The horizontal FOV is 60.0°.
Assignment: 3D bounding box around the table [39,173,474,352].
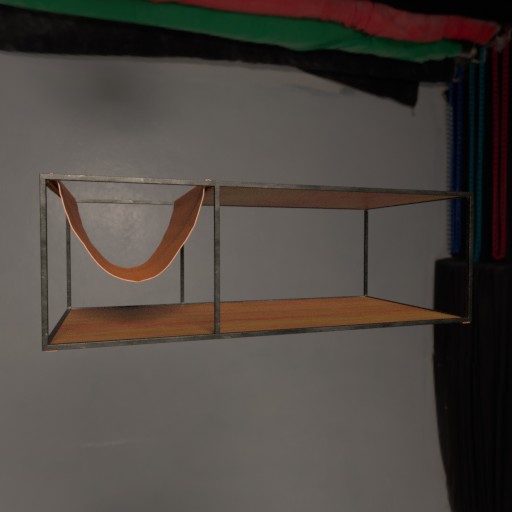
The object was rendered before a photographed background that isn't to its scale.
[{"bbox_3d":[0.000,0.000,1.453,1.199,0.403,0.597,-1,2,-18],"label":"table"}]
